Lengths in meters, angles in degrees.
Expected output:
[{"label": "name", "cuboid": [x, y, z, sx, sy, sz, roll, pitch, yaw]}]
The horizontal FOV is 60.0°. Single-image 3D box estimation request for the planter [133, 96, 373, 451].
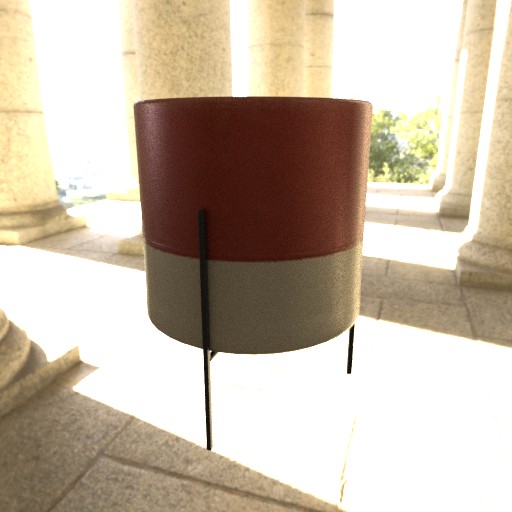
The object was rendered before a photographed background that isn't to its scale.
[{"label": "planter", "cuboid": [0.000, 0.000, 0.716, 0.354, 0.465, 0.345, -3, 16, -10]}]
